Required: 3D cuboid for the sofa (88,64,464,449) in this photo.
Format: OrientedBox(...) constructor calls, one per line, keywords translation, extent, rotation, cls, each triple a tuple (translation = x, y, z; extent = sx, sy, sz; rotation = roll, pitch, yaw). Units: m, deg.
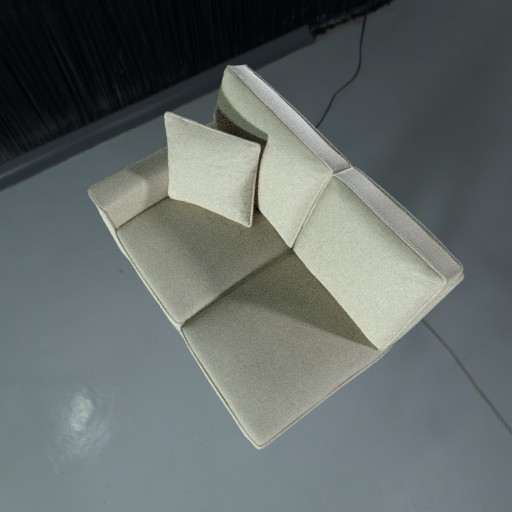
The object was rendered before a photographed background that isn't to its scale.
OrientedBox(translation=(0.000, 0.000, 2.076), extent=(0.991, 0.989, 1.388), rotation=(-33, 68, -15), cls="sofa")
